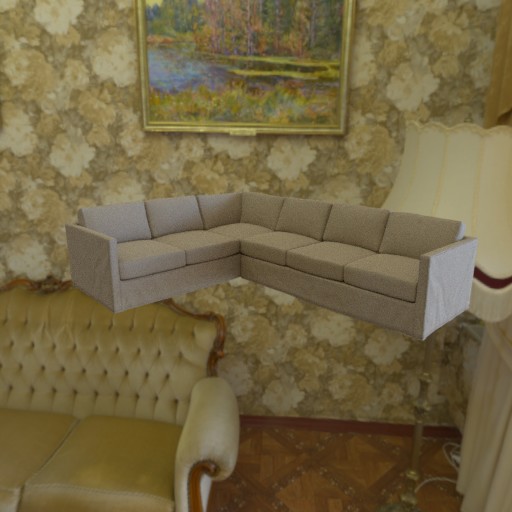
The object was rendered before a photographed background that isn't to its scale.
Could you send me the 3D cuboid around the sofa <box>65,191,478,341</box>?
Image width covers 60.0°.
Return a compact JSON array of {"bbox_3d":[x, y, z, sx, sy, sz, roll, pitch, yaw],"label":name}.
[{"bbox_3d":[0.000,0.000,4.282,2.432,0.871,3.182,-14,20,-41],"label":"sofa"}]
